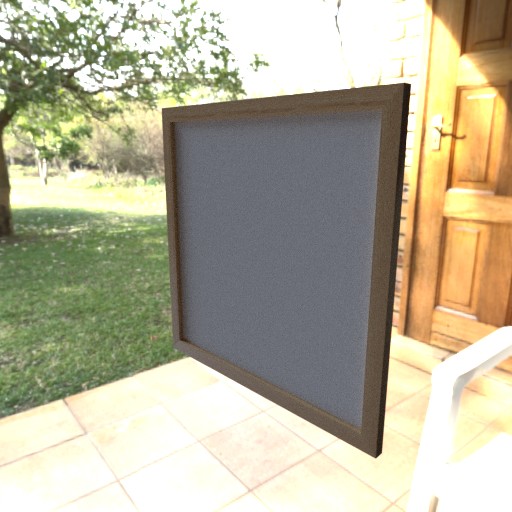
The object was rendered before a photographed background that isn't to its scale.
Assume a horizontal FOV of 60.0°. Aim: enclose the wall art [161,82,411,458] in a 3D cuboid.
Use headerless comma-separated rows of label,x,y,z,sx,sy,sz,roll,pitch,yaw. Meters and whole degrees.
wall art,0.000,0.000,1.135,0.027,0.762,0.762,-13,19,-43
